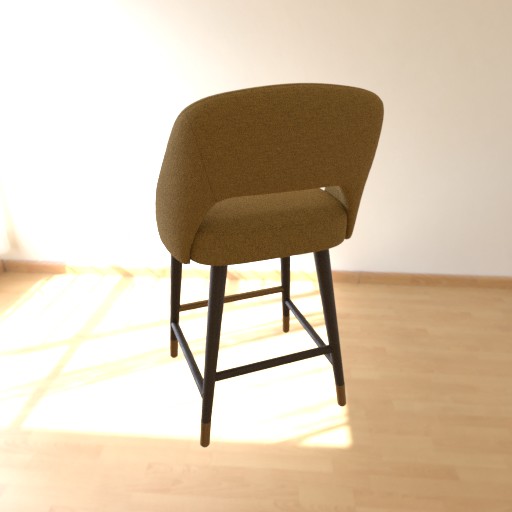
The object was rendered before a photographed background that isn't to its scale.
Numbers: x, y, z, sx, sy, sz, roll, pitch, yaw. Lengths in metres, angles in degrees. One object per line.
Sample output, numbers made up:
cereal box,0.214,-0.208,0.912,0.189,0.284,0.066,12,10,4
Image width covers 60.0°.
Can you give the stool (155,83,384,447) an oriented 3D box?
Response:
stool,0.000,0.000,1.252,0.536,0.939,0.522,-9,26,-19
